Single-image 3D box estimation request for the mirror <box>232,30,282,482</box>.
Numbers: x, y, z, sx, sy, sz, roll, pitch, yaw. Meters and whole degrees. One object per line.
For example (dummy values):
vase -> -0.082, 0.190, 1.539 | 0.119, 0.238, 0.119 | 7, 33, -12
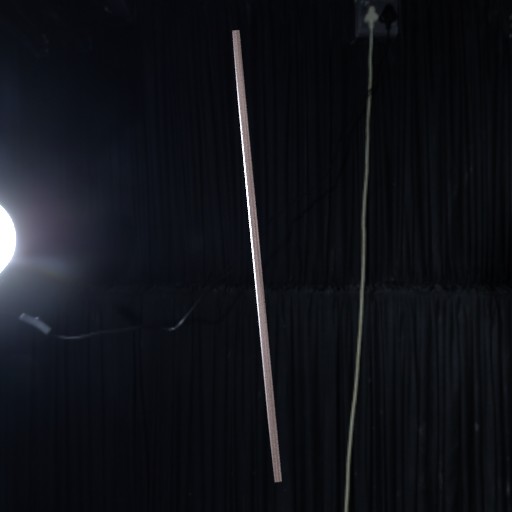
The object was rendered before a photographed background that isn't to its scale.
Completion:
mirror -> 0.000, 0.000, 2.387 | 0.221, 2.020, 0.812 | 0, -1, -1
